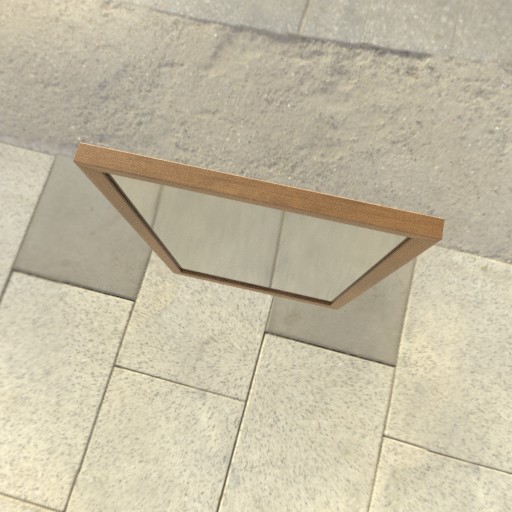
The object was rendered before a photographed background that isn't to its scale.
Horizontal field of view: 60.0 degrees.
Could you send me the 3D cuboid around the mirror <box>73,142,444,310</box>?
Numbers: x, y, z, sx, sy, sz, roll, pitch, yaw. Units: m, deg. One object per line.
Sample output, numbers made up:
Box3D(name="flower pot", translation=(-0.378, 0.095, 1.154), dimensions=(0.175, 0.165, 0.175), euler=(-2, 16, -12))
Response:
Box3D(name="mirror", translation=(0.000, 0.000, 1.162), dimensions=(0.609, 0.915, 0.040), euler=(12, 76, 3))
